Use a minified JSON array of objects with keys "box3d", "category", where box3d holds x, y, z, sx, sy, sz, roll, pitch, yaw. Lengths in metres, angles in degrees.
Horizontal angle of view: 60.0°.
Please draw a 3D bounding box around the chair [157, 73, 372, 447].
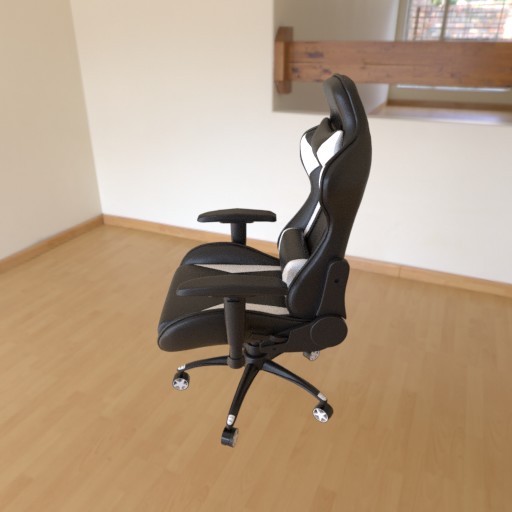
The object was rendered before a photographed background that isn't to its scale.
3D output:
[{"box3d":[0.000,0.000,1.685,0.695,1.285,0.730,0,26,-1],"category":"chair"}]
